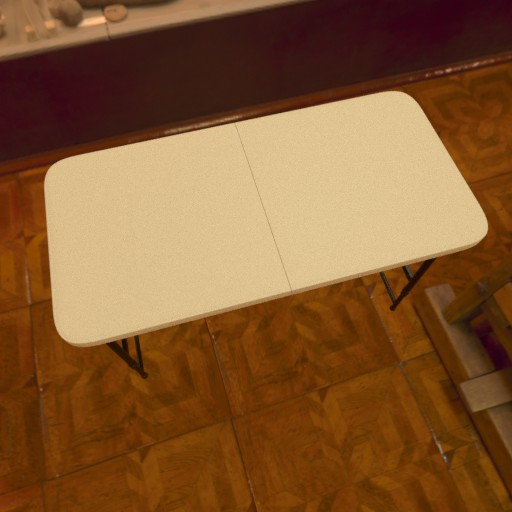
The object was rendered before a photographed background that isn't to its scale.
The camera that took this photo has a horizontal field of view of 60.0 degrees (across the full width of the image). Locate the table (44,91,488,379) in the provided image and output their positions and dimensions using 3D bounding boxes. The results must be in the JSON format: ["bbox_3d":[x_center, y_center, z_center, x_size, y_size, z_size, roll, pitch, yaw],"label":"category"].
[{"bbox_3d":[0.000,0.000,1.625,1.245,0.737,0.611,-14,64,-7],"label":"table"}]
